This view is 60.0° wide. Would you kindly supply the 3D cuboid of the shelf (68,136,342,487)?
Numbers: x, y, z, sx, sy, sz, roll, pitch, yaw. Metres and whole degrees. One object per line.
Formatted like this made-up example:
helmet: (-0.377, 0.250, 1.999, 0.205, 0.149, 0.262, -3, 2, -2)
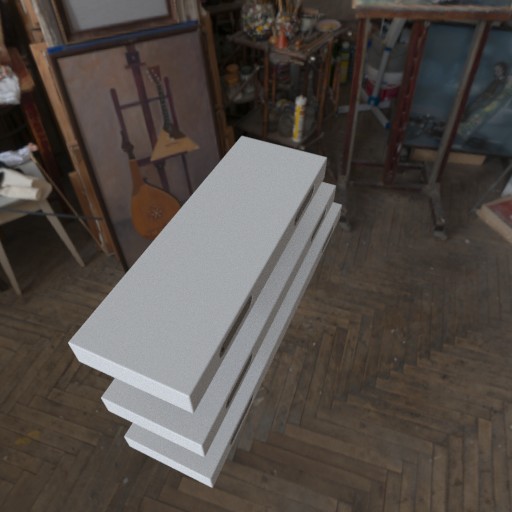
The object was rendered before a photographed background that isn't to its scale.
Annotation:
shelf: (0.000, 0.000, 0.719, 0.140, 0.293, 0.610, 18, 50, 16)
